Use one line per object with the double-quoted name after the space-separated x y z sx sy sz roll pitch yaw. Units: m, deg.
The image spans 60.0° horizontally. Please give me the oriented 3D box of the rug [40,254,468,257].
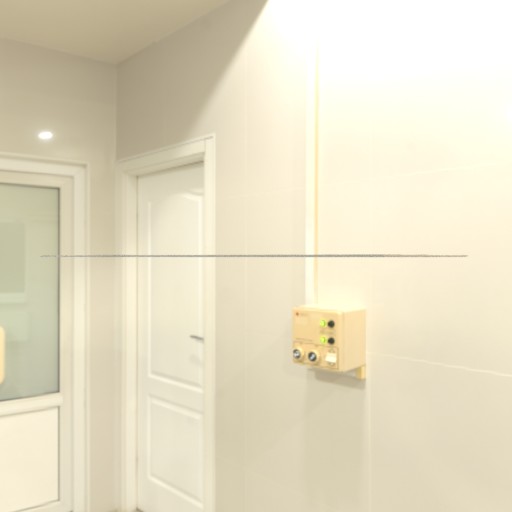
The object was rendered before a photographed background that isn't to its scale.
0.000 0.000 4.287 3.359 0.020 2.448 0 0 35 "rug"
